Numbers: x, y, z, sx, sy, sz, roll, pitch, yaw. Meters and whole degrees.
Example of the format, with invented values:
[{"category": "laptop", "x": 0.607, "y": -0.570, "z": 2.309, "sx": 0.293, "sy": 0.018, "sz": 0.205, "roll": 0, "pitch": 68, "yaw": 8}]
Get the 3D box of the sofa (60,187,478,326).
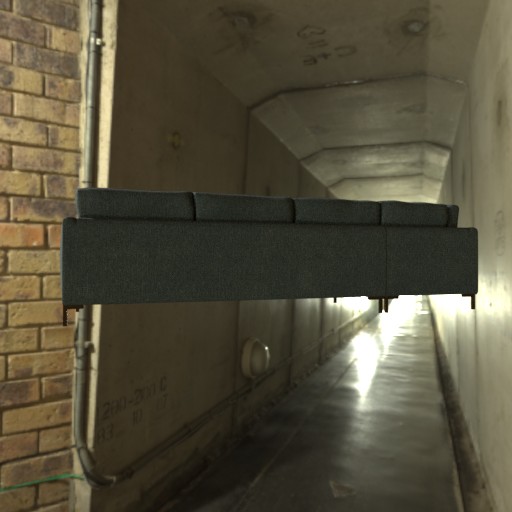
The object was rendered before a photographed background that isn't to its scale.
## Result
[{"category": "sofa", "x": 0.000, "y": 0.000, "z": 3.855, "sx": 2.949, "sy": 0.815, "sz": 2.007, "roll": 0, "pitch": 0, "yaw": -17}]
